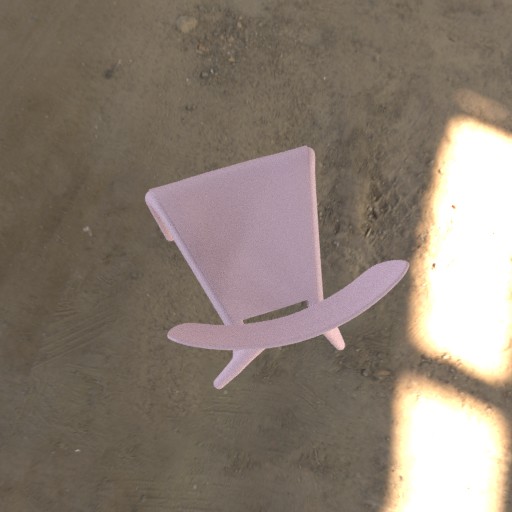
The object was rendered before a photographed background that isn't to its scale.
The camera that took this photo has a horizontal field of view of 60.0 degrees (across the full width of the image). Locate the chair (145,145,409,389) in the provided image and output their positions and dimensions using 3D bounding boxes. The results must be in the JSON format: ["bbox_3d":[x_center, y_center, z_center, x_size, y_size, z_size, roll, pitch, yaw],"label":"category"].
[{"bbox_3d":[0.000,0.000,0.801,0.356,0.580,0.401,-17,75,-5],"label":"chair"}]
